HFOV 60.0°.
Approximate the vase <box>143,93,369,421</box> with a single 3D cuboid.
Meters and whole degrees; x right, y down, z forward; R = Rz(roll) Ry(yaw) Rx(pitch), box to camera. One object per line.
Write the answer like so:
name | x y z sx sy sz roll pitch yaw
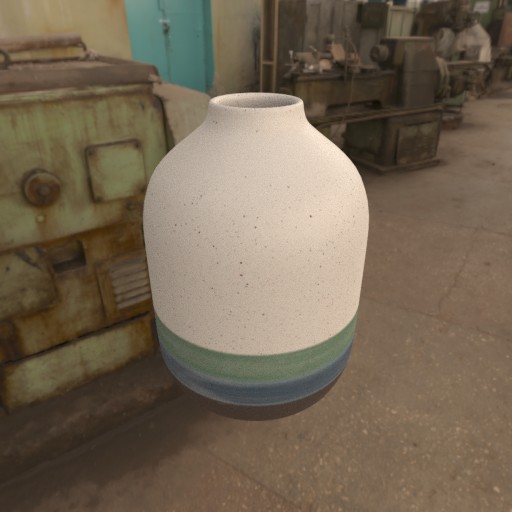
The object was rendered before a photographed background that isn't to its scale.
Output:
vase | 0.000 0.000 0.357 0.169 0.240 0.169 0 29 0
